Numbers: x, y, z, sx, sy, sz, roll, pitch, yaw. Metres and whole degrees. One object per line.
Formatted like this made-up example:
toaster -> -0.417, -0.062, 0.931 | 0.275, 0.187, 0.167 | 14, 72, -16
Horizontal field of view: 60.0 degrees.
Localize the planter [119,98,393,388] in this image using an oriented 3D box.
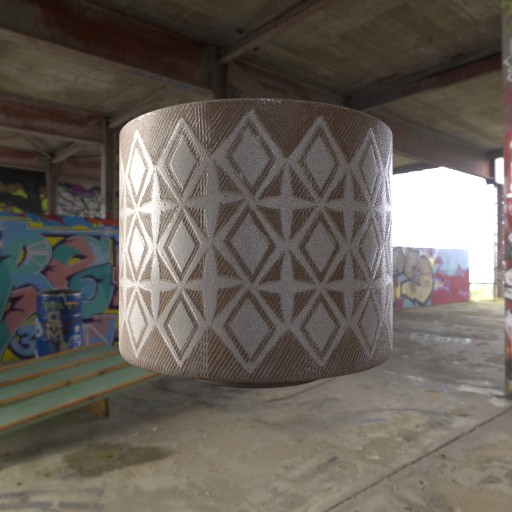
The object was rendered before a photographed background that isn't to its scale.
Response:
planter -> 0.000, 0.000, 0.327 | 0.193, 0.165, 0.193 | 0, 0, 0
